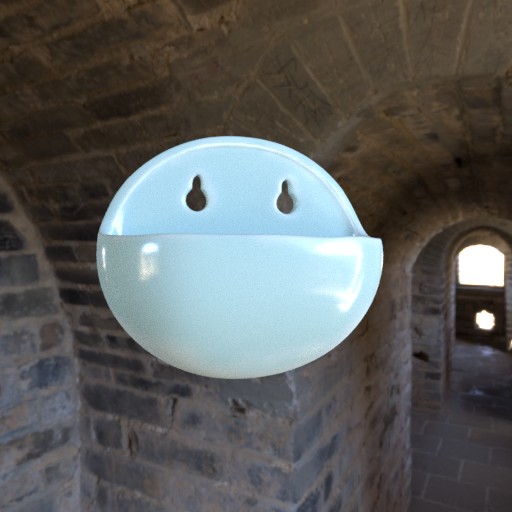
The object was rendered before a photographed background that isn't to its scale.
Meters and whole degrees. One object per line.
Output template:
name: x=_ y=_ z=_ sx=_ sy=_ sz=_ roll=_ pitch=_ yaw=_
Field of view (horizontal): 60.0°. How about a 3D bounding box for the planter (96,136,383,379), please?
planter: x=0.000 y=0.000 z=0.275 sx=0.189 sy=0.164 sz=0.073 roll=0 pitch=0 yaw=-17
